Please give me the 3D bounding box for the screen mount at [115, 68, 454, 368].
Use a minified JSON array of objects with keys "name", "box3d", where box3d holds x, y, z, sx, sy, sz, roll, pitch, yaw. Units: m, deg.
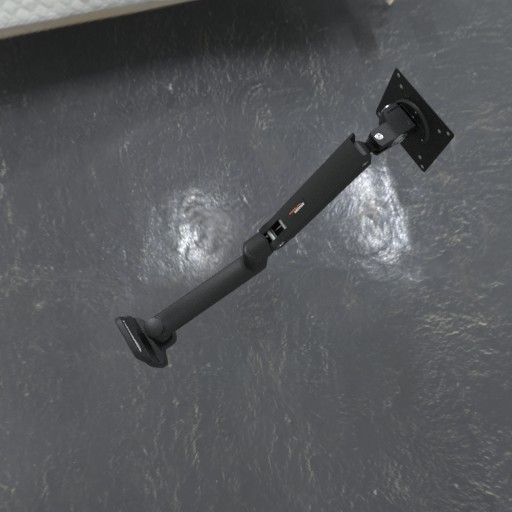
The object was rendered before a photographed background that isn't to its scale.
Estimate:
[{"name":"screen mount","box3d":[0.000,0.000,0.732,0.495,0.466,0.115,-32,77,-8]}]
